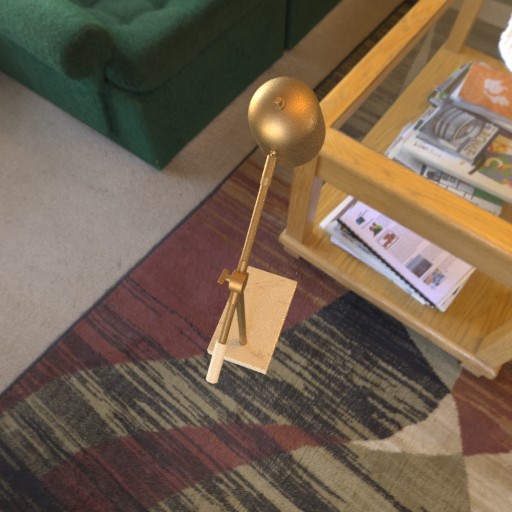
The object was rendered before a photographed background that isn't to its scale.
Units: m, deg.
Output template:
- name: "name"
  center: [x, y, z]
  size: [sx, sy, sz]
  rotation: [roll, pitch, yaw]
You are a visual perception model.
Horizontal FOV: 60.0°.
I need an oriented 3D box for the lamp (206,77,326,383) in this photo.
- name: "lamp"
  center: [0.000, 0.000, 0.832]
  size: [0.144, 0.603, 0.471]
  rotation: [18, 63, 9]
